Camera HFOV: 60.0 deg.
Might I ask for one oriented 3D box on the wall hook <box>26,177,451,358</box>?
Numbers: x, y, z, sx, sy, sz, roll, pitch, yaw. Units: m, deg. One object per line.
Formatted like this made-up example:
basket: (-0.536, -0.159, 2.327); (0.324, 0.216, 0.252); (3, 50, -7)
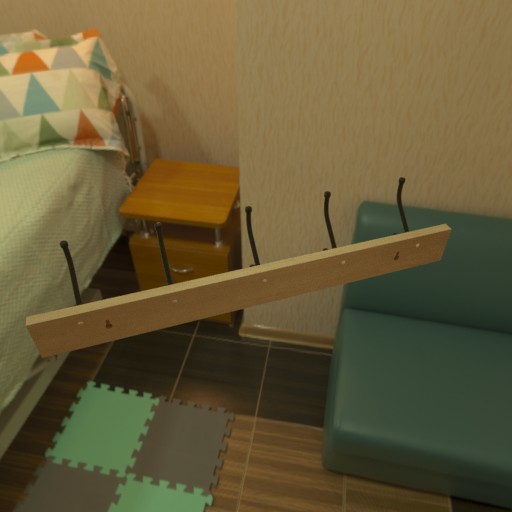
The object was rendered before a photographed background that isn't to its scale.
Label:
wall hook: (0.000, 0.000, 0.596); (0.571, 0.117, 0.071); (-12, 42, -14)
